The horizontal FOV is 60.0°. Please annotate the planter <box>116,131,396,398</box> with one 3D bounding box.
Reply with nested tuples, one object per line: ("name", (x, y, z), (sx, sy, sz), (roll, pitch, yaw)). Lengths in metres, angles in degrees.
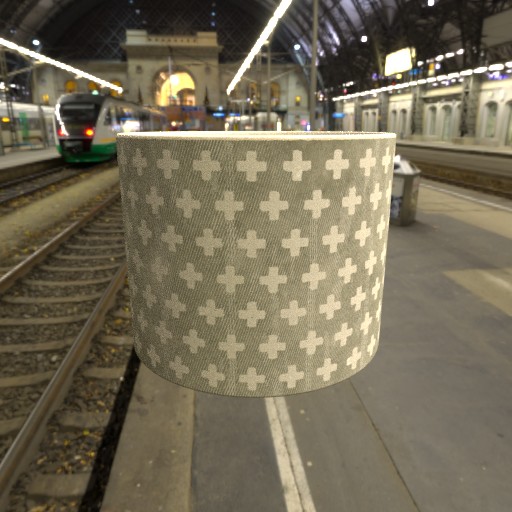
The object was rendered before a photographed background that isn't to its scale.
("planter", (0.000, 0.000, 0.446), (0.250, 0.239, 0.250), (0, 16, 0))
